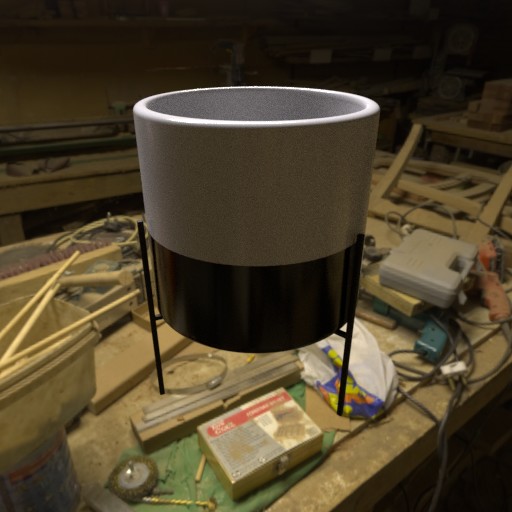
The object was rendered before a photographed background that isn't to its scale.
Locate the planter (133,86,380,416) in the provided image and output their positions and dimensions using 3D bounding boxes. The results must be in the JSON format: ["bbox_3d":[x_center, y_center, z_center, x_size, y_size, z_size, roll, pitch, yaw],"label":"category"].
[{"bbox_3d":[0.000,0.000,0.647,0.310,0.432,0.310,-18,33,-32],"label":"planter"}]
